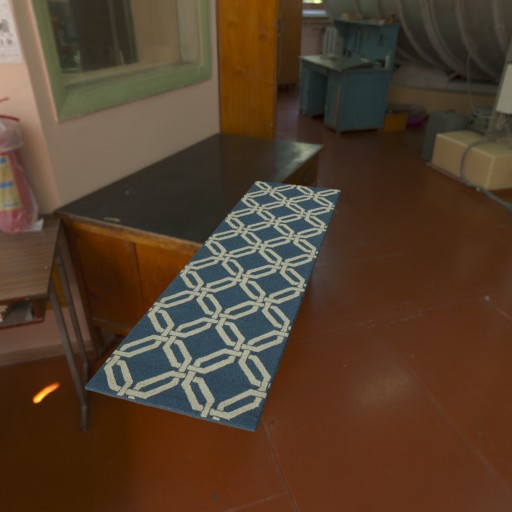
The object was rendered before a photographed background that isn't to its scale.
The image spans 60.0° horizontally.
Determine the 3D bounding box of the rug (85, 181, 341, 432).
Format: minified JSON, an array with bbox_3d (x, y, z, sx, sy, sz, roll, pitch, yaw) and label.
[{"bbox_3d":[0.000,0.000,2.533,0.678,0.014,2.276,9,31,14],"label":"rug"}]
